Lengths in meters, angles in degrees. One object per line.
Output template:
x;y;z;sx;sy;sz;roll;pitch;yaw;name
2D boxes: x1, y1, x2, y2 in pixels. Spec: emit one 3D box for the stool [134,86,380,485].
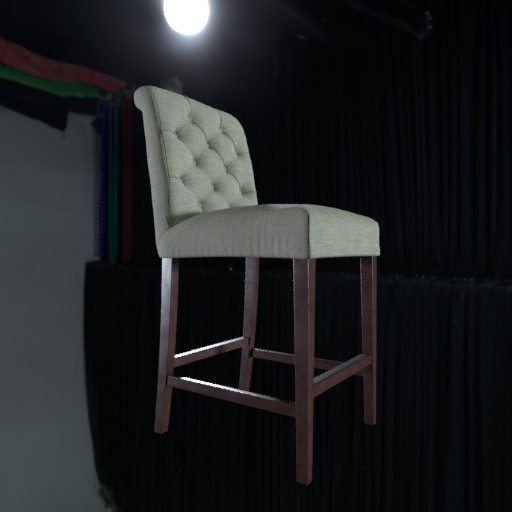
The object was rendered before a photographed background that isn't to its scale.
0.000;0.000;1.419;0.660;1.084;0.486;1;1;35;stool
